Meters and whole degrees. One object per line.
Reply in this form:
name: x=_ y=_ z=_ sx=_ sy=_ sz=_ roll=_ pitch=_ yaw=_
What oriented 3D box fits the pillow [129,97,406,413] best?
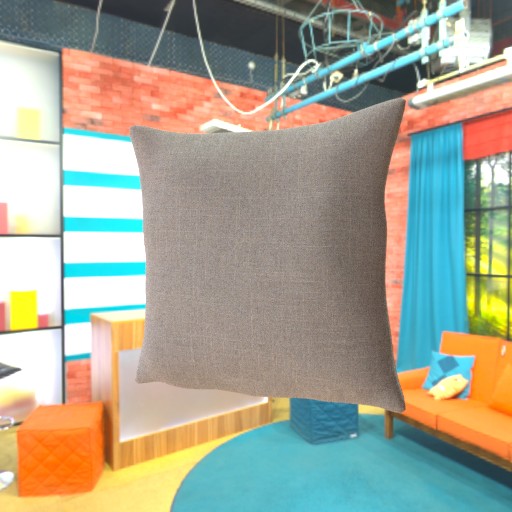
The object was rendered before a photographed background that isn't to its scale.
pillow: x=0.000 y=0.000 z=0.676 sx=0.435 sy=0.432 sz=0.138 roll=0 pitch=1 yaw=18
